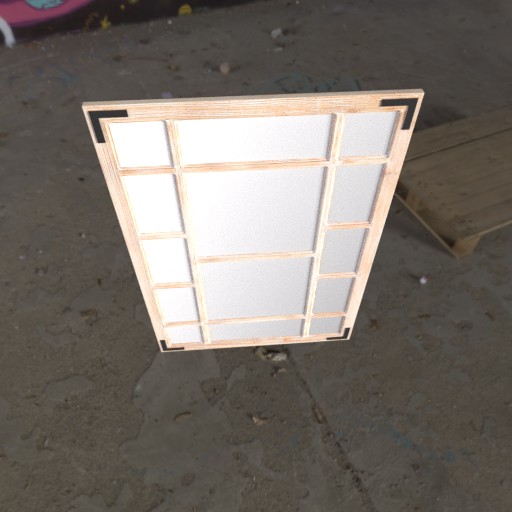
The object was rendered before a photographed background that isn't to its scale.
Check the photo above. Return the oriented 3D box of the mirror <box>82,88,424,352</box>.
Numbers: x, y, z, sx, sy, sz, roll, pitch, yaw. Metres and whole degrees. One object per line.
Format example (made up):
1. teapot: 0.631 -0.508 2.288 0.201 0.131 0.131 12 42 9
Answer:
1. mirror: 0.000 0.000 1.288 0.705 0.996 0.025 -3 49 -3
